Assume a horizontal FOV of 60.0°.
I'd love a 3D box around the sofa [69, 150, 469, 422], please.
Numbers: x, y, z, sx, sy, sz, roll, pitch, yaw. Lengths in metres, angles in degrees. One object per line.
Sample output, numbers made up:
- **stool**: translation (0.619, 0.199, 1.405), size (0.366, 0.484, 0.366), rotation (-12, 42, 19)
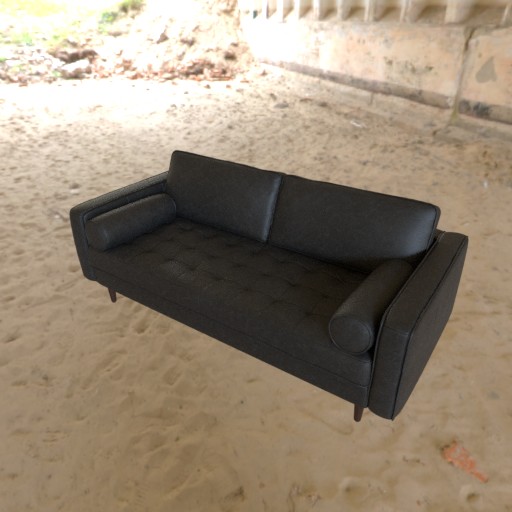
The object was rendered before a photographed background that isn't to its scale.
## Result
- **sofa**: translation (0.000, 0.000, 2.318), size (1.879, 0.770, 0.921), rotation (18, 34, 30)
